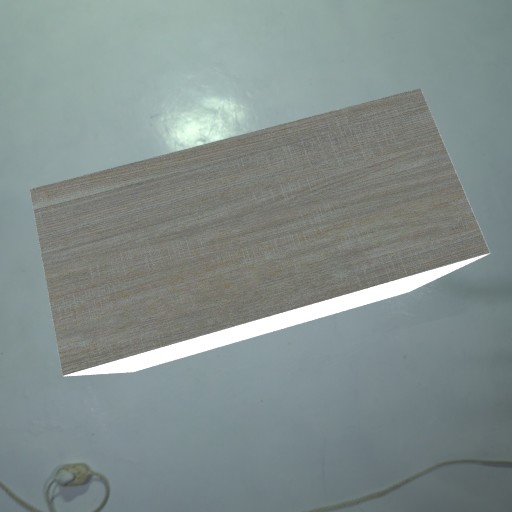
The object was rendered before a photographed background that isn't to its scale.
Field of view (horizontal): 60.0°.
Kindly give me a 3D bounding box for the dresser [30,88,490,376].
[{"bbox_3d":[0.000,0.000,1.537,1.110,0.780,0.500,-16,77,-4],"label":"dresser"}]
